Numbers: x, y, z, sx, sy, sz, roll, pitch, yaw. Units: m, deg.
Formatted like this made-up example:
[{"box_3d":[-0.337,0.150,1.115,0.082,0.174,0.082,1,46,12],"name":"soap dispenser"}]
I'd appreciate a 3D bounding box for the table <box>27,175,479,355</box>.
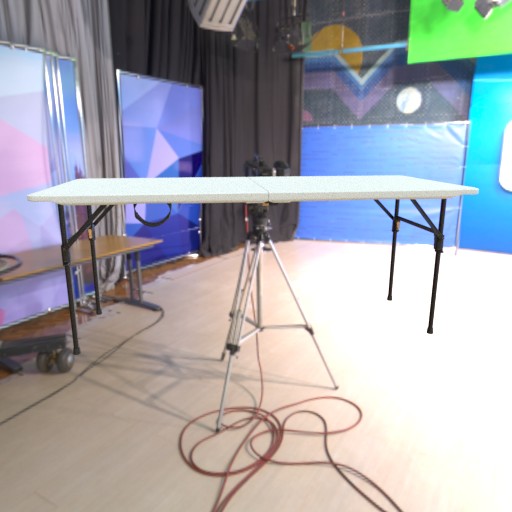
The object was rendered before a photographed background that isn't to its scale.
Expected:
[{"box_3d":[0.000,0.000,2.201,1.829,0.719,0.761,-2,15,-7],"name":"table"}]
